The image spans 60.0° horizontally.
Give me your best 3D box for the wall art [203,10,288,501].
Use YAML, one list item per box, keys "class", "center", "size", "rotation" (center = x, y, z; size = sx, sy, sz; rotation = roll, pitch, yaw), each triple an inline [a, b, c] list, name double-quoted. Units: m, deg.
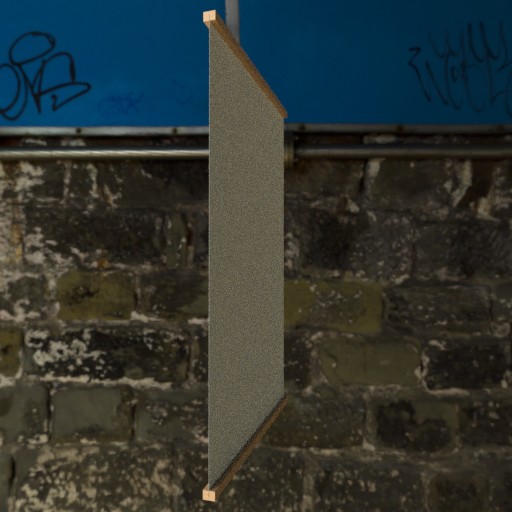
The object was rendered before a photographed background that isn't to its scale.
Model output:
- class: "wall art"
  center: [0.000, 0.000, 1.244]
  size: [0.027, 1.020, 0.669]
  rotation: [0, -1, 17]
